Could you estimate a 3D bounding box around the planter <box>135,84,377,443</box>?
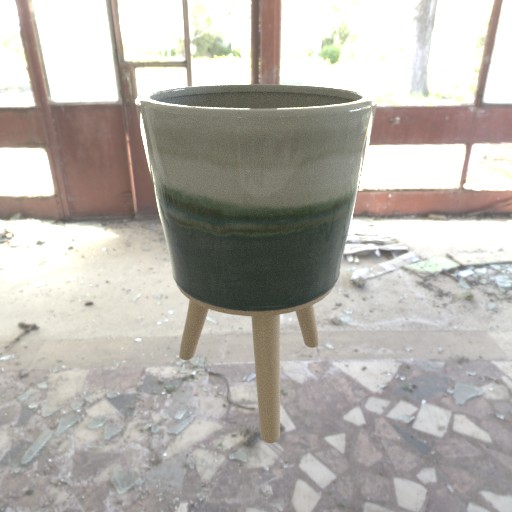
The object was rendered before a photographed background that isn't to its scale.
[{"bbox_3d":[0.000,0.000,0.479,0.217,0.331,0.217,16,30,30],"label":"planter"}]
